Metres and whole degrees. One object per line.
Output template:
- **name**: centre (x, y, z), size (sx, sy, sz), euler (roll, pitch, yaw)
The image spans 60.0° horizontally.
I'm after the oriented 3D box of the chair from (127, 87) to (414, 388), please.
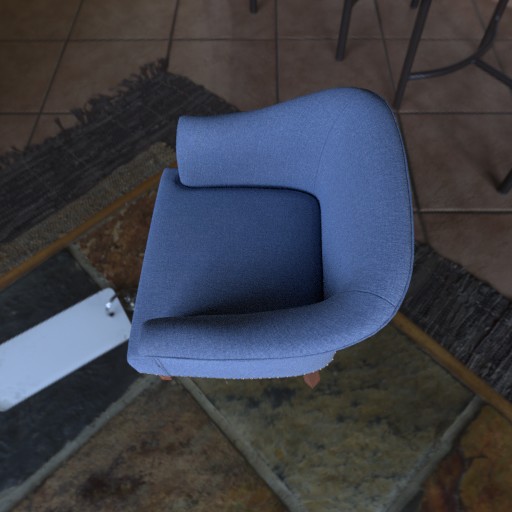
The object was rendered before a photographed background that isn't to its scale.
- **chair**: centre (0.000, 0.000, 1.374), size (0.704, 0.815, 0.798), euler (2, 60, 1)
